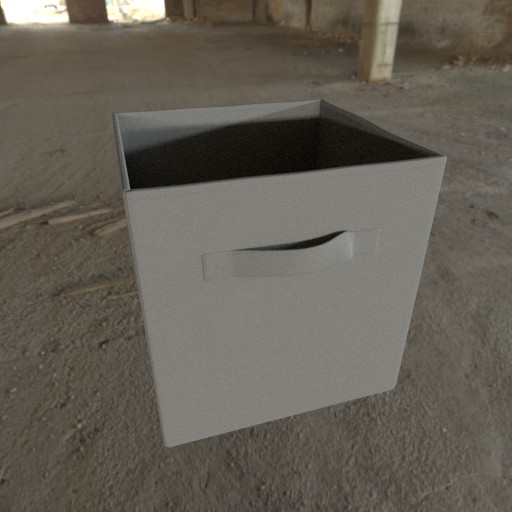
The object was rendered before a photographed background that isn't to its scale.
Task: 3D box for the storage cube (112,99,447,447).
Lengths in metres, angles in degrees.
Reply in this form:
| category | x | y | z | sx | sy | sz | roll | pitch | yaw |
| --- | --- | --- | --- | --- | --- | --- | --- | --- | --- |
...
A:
| category | x | y | z | sx | sy | sz | roll | pitch | yaw |
| --- | --- | --- | --- | --- | --- | --- | --- | --- | --- |
| storage cube | 0.000 | 0.000 | 0.505 | 0.270 | 0.280 | 0.270 | -9 | 32 | -15 |
